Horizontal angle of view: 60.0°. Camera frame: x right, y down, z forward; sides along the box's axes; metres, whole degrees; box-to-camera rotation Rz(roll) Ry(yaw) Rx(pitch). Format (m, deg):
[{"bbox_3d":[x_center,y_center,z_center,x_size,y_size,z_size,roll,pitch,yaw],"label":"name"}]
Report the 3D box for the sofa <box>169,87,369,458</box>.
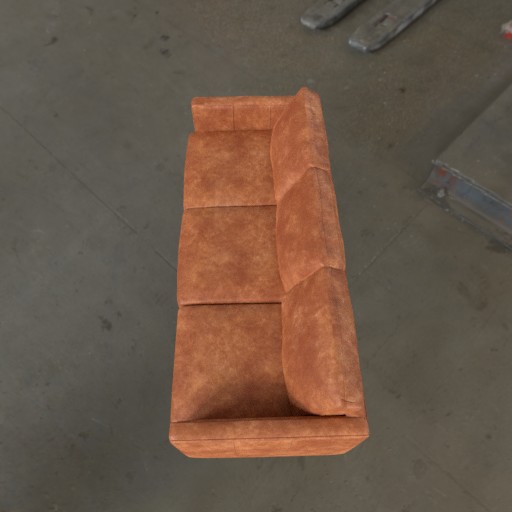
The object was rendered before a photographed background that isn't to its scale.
[{"bbox_3d":[0.000,0.000,3.014,1.045,1.006,2.464,-1,60,-1],"label":"sofa"}]
